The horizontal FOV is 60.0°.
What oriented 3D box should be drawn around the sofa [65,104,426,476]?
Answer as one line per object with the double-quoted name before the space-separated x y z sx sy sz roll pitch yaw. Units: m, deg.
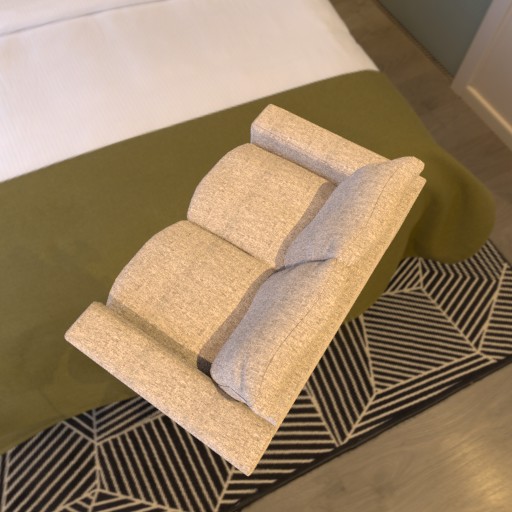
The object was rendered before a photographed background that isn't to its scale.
"sofa" 0.000 0.000 2.325 1.094 0.877 1.758 31 67 15
